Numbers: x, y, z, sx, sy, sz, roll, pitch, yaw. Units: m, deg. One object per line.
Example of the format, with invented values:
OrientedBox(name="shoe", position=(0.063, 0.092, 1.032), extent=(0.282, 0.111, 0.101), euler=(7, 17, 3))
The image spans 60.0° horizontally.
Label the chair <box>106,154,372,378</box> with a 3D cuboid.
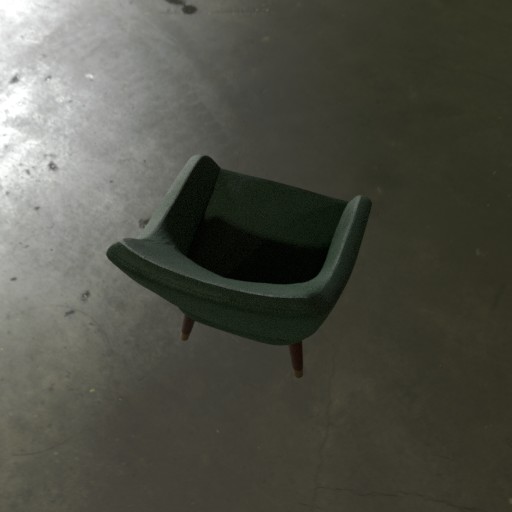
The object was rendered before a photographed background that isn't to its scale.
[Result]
OrientedBox(name="chair", position=(0.000, 0.000, 1.575), extent=(0.683, 1.081, 0.794), euler=(16, 64, 8))
